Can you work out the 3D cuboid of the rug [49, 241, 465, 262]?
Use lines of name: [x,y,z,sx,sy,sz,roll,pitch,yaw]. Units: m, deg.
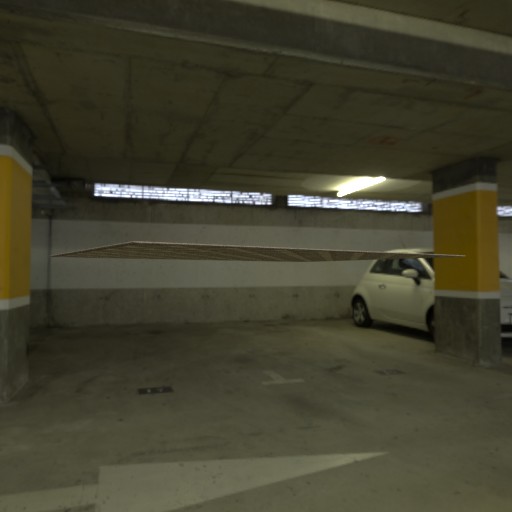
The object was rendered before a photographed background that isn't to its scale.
rug: [0.000,0.000,4.315,3.294,0.018,2.382,2,-3,-35]
